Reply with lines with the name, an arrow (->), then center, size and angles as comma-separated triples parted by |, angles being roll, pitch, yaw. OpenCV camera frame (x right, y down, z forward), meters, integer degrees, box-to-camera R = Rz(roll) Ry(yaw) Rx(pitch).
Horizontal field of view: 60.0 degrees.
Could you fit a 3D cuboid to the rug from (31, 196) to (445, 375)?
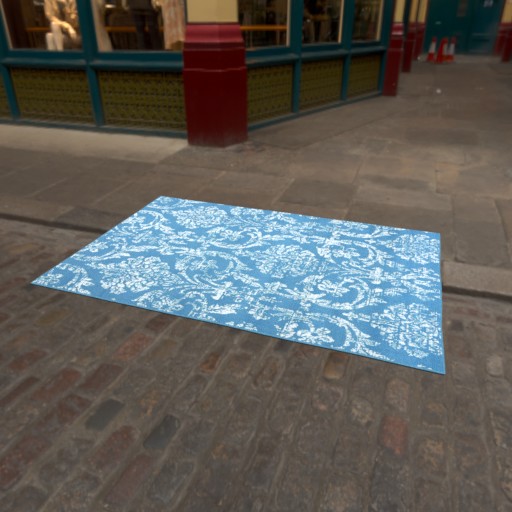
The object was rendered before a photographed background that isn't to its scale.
rug -> 0.000, 0.000, 2.325 | 1.833, 0.012, 1.211 | 9, 30, 17
